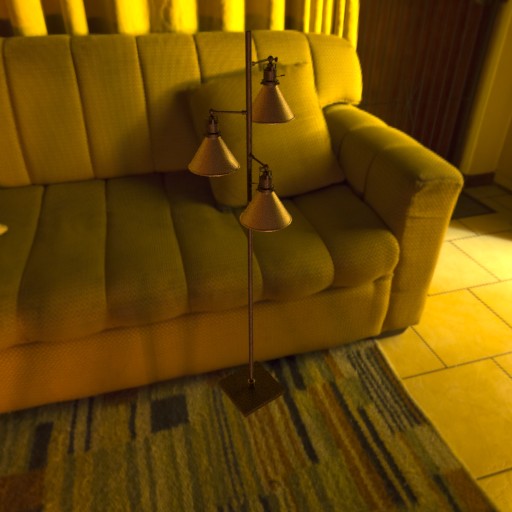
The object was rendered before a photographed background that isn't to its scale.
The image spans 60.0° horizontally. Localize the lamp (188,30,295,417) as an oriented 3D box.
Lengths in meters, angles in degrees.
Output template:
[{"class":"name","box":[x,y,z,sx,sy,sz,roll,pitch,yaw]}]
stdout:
[{"class":"lamp","box":[0.000,0.000,1.883,0.428,1.716,0.415,-22,39,-30]}]
